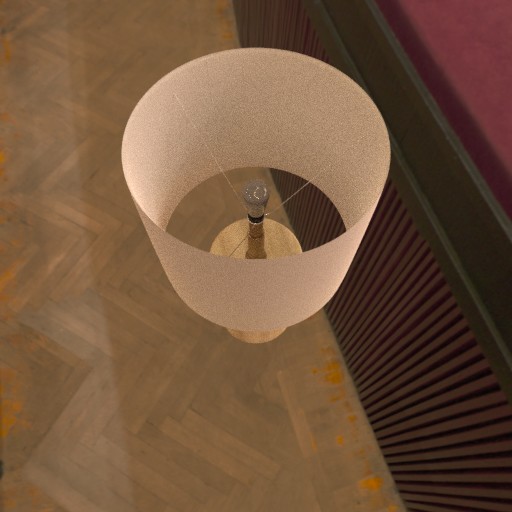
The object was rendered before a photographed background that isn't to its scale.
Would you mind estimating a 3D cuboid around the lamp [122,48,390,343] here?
[{"bbox_3d":[0.000,0.000,0.574,0.228,0.444,0.228,-14,65,-7],"label":"lamp"}]
